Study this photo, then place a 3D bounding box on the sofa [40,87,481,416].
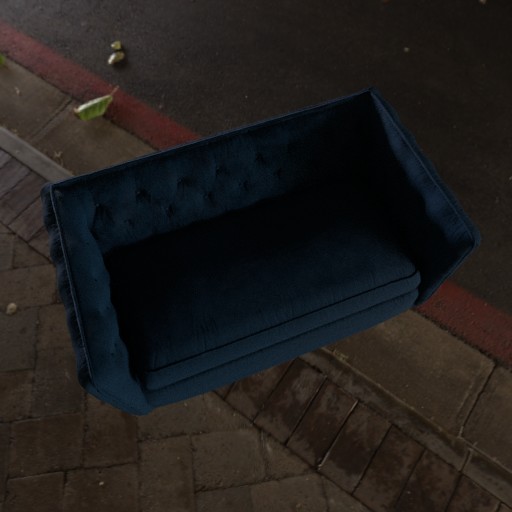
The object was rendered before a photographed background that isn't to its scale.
[{"bbox_3d":[0.000,0.000,2.064,1.583,0.810,0.909,-19,65,-10],"label":"sofa"}]
